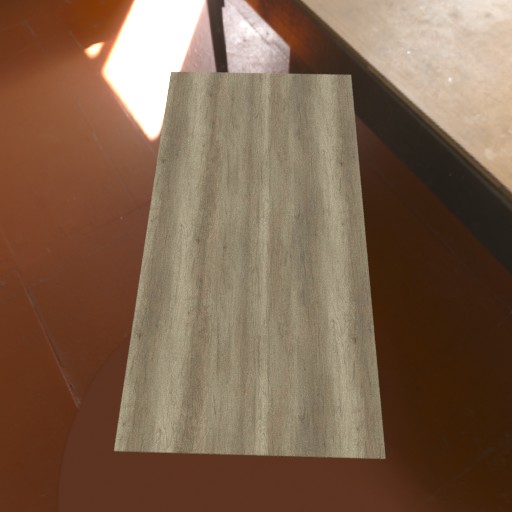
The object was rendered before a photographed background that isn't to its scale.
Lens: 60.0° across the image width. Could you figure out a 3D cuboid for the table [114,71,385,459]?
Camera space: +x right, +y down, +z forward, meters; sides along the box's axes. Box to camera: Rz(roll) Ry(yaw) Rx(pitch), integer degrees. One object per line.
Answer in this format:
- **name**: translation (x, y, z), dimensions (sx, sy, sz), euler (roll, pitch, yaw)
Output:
- **table**: translation (0.000, 0.000, 1.636), dimensions (0.700, 0.460, 1.350), euler (1, 65, 1)
